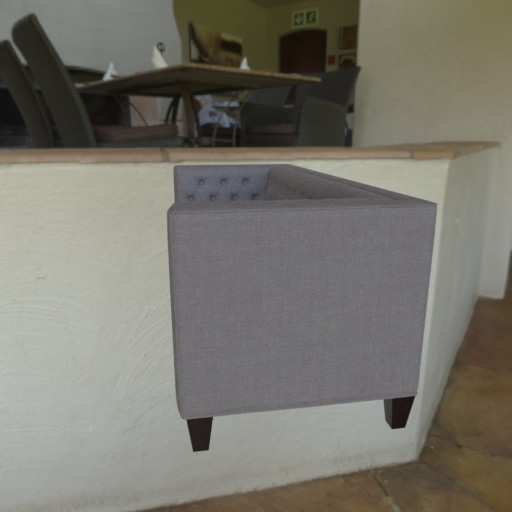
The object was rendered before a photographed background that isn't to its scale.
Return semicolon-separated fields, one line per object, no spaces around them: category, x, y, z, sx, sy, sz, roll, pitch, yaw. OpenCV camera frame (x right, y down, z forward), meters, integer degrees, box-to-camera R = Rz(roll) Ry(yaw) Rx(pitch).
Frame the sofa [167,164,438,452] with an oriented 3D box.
sofa;0.000;0.000;2.147;0.775;0.762;1.778;-3;16;-9
